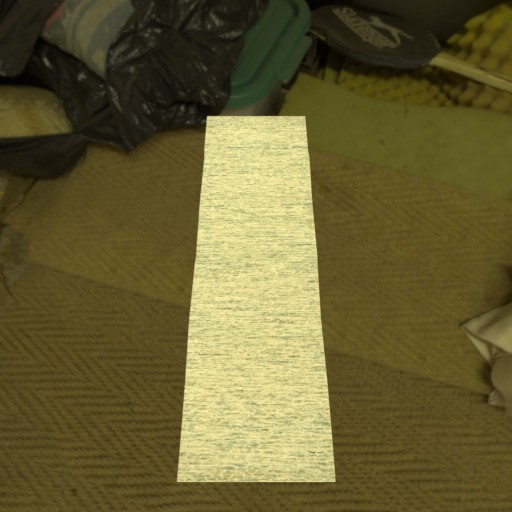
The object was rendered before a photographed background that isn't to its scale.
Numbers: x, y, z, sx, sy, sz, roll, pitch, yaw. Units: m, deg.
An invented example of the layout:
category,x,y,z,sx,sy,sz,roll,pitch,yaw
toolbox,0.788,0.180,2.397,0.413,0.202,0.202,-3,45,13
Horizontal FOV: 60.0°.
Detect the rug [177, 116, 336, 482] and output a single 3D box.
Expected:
category,x,y,z,sx,sy,sz,roll,pitch,yaw
rug,0.000,0.000,2.515,0.700,0.014,2.290,0,59,0
